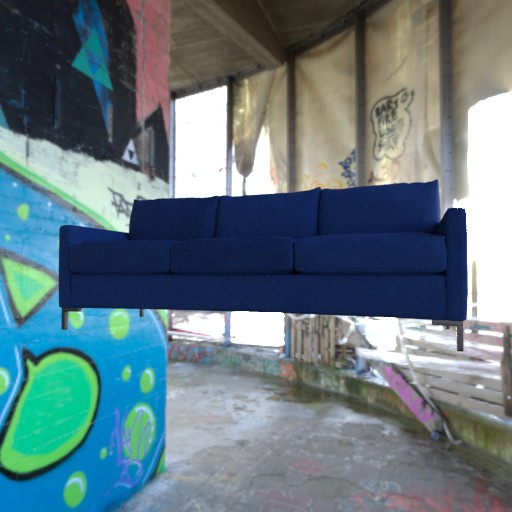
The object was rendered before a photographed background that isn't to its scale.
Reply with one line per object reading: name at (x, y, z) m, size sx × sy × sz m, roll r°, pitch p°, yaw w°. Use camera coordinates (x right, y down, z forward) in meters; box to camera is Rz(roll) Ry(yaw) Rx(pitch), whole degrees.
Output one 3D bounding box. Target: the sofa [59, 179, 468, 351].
sofa at (0.000, 0.000, 2.660) m, size 2.252 × 0.879 × 0.875 m, roll -1°, pitch -2°, yaw 20°
